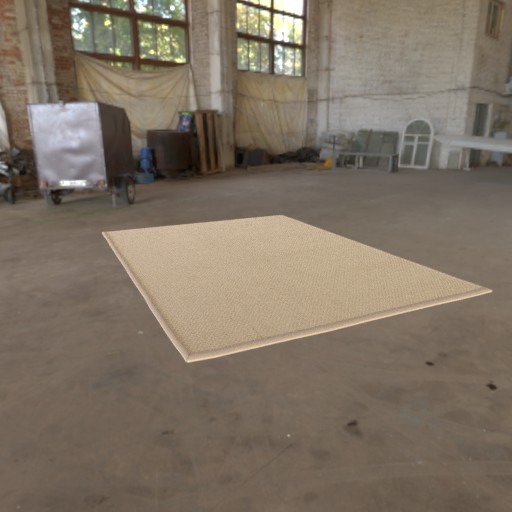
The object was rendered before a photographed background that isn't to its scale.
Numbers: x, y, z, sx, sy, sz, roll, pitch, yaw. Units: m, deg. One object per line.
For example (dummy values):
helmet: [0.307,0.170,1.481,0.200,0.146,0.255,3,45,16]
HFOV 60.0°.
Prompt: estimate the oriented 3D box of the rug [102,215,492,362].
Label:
rug: [0.000,0.000,2.688,1.525,0.020,2.081,-8,18,-25]
